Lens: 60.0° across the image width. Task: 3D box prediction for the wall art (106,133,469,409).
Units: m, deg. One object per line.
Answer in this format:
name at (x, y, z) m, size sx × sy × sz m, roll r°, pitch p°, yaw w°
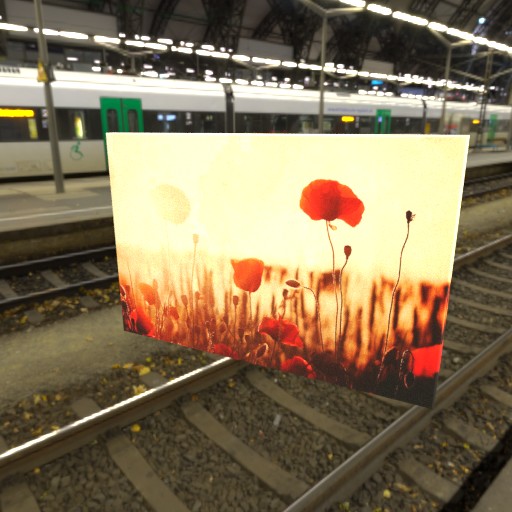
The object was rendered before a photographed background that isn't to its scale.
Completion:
wall art at (0.000, 0.000, 1.134) m, size 0.918 × 0.602 × 0.038 m, roll 8°, pitch 18°, yaw 25°
